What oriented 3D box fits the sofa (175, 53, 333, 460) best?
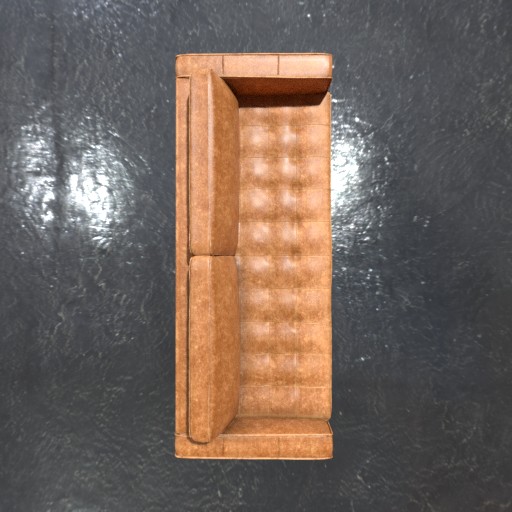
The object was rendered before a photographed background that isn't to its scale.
[{"bbox_3d":[0.000,0.000,2.563,0.886,0.779,2.199,0,90,0],"label":"sofa"}]
